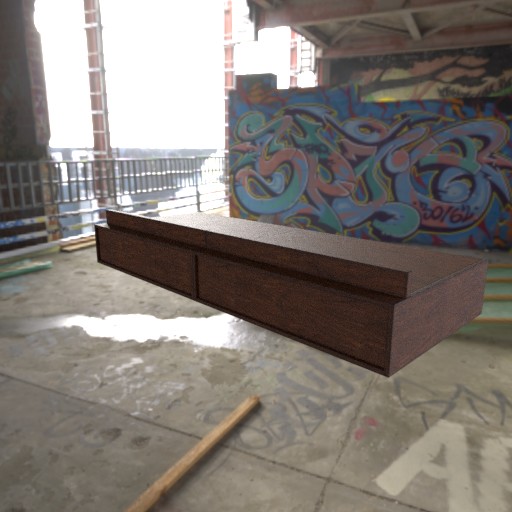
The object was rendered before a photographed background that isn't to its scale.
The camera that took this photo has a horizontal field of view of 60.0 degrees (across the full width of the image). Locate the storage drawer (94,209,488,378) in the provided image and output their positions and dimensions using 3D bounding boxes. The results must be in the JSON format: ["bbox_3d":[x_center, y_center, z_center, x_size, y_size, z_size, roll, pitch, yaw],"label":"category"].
[{"bbox_3d":[0.000,0.000,2.211,0.774,0.339,1.914,-13,19,-43],"label":"storage drawer"}]
